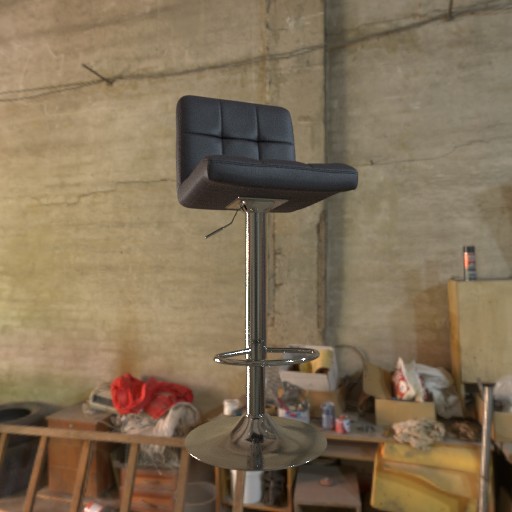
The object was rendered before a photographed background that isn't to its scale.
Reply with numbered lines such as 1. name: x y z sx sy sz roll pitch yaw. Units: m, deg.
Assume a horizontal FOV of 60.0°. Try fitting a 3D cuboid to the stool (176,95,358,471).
1. stool: 0.000 0.000 1.352 0.430 1.115 0.505 1 -2 -19
